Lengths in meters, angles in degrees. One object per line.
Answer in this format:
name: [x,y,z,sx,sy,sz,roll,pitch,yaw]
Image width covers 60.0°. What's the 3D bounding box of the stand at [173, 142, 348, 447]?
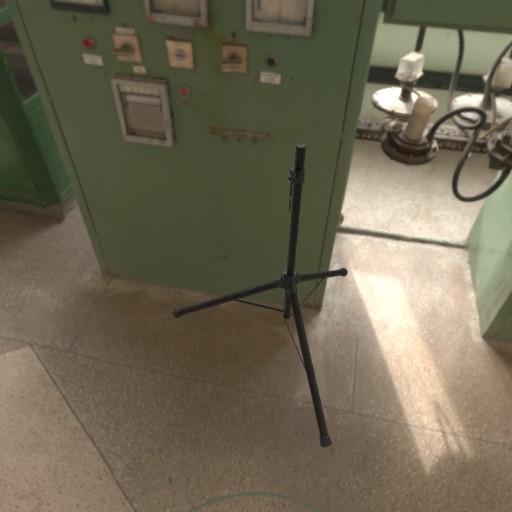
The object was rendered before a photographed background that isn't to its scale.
stand: [0.000,0.000,1.910,0.907,1.136,1.045,10,47,9]
